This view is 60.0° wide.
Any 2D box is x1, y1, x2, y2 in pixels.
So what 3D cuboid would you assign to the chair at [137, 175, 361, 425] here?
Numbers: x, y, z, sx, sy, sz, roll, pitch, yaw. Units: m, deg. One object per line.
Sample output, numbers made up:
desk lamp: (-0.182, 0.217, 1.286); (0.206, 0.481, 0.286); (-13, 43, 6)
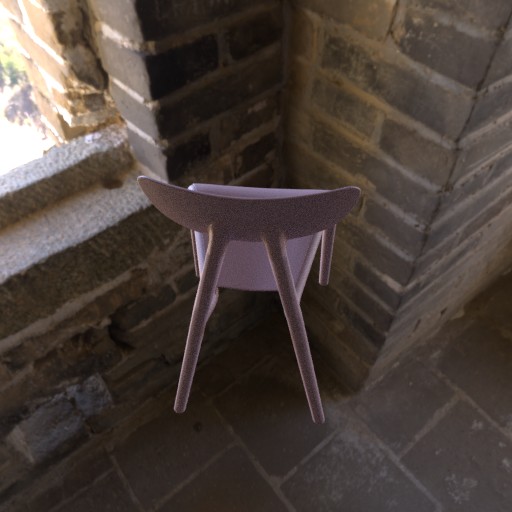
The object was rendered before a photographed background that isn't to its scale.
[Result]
chair: (0.000, 0.000, 0.859); (0.356, 0.580, 0.401); (3, 47, 3)
